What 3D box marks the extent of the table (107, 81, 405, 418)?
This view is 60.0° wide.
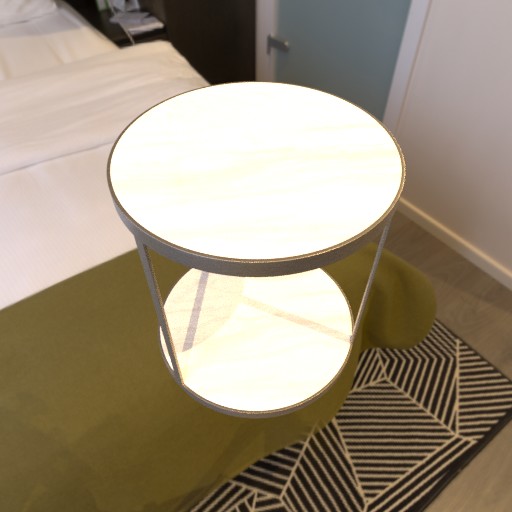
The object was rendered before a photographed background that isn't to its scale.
[{"bbox_3d":[0.000,0.000,0.854,0.445,0.479,0.445,0,48,0],"label":"table"}]
